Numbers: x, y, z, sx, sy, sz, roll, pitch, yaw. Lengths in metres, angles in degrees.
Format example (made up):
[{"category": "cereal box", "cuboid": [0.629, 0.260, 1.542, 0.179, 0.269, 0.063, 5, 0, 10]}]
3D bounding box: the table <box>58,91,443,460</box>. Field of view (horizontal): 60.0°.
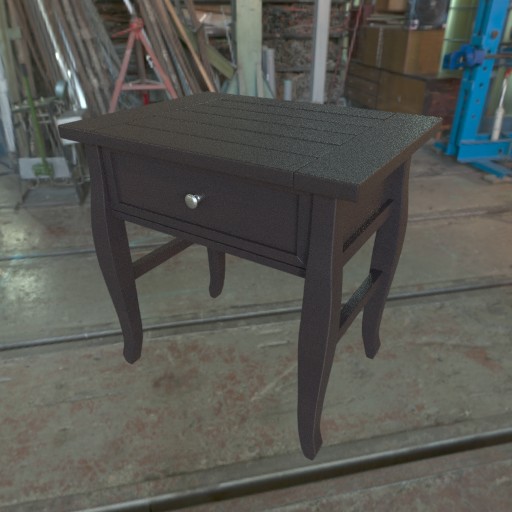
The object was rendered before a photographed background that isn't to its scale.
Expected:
[{"category": "table", "cuboid": [0.000, 0.000, 1.015, 0.602, 0.605, 0.460, 17, 34, 28]}]
